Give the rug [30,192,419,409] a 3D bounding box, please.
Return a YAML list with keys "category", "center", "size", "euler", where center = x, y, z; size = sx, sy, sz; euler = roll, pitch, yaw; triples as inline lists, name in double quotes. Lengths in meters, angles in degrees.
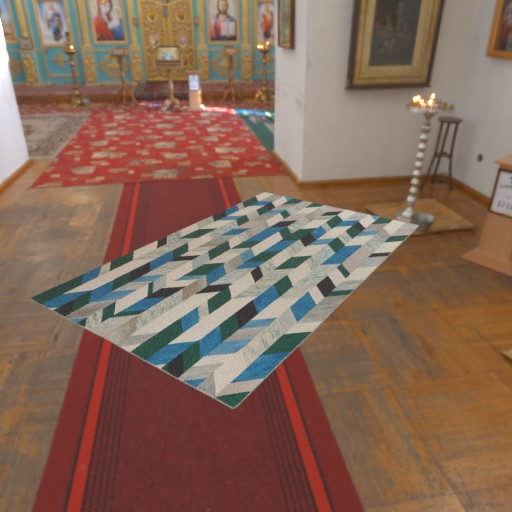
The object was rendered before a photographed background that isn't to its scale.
- category: "rug"
  center: [0.000, 0.000, 3.073]
  size: [1.507, 0.007, 2.433]
  euler: [17, 31, 31]
